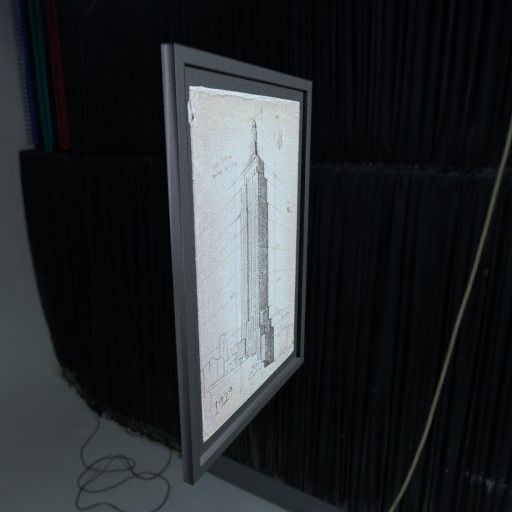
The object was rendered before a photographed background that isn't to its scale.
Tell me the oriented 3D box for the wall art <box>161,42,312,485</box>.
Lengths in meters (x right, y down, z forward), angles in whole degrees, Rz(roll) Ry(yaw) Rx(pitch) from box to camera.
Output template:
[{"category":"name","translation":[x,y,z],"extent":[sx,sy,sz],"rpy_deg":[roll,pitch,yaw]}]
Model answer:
[{"category":"wall art","translation":[0.000,0.000,0.545],"extent":[0.013,0.431,0.303],"rpy_deg":[8,17,27]}]
